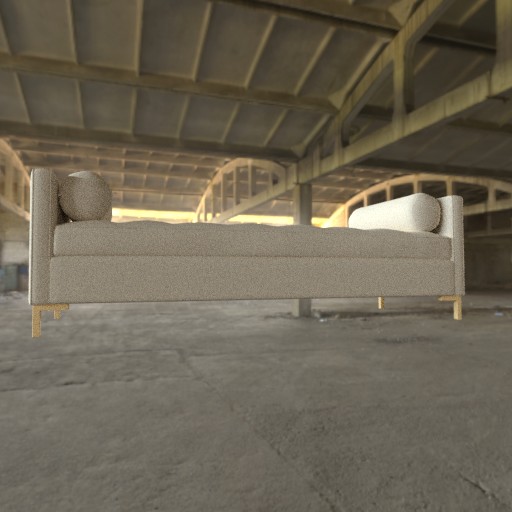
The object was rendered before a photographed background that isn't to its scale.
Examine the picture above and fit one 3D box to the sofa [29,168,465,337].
[{"bbox_3d":[0.000,0.000,2.261,1.985,0.641,0.746,1,-2,-18],"label":"sofa"}]
